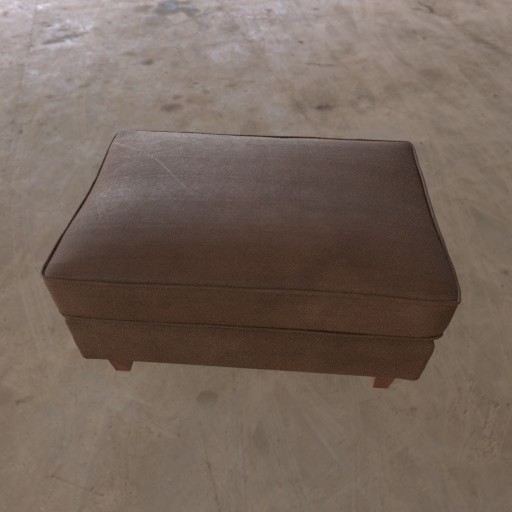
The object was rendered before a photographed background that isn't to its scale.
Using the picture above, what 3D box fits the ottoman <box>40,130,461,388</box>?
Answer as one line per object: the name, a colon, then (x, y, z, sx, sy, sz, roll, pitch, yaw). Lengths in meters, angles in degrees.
ottoman: (0.000, 0.000, 1.200, 0.860, 0.481, 0.596, 3, 46, 3)
